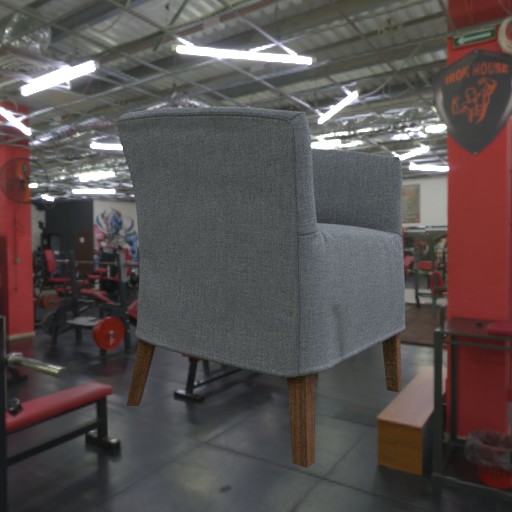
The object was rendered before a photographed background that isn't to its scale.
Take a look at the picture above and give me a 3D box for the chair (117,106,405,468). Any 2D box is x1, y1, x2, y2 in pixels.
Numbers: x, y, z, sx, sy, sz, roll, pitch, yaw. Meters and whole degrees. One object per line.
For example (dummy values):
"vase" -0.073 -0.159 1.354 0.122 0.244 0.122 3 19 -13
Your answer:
"chair" 0.000 0.000 1.226 0.668 0.771 0.600 1 2 36
